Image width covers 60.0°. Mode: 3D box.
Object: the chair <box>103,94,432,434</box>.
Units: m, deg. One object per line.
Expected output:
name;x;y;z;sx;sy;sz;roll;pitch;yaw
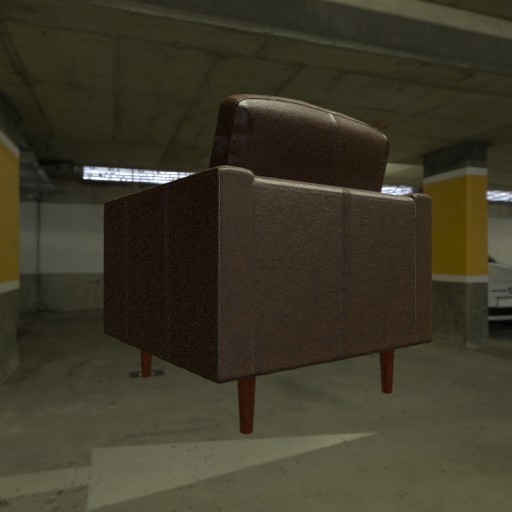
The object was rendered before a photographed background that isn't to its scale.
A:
chair;0.000;0.000;1.671;0.890;0.956;0.909;0;0;-36
